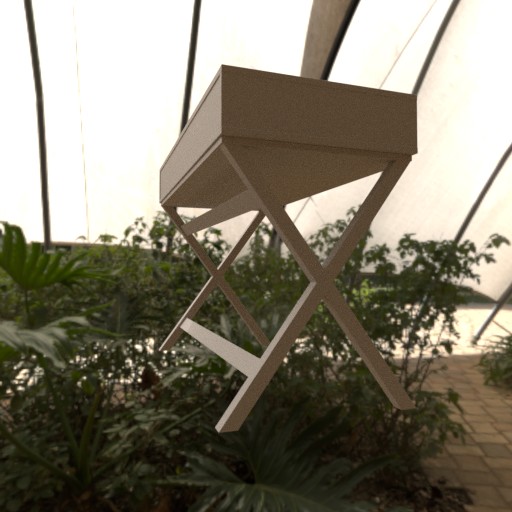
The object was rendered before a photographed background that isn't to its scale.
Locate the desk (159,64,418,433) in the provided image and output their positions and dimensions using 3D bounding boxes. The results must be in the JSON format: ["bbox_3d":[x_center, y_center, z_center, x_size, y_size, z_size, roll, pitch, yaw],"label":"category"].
[{"bbox_3d":[0.000,0.000,1.514,0.525,0.780,1.057,1,-2,-19],"label":"desk"}]
